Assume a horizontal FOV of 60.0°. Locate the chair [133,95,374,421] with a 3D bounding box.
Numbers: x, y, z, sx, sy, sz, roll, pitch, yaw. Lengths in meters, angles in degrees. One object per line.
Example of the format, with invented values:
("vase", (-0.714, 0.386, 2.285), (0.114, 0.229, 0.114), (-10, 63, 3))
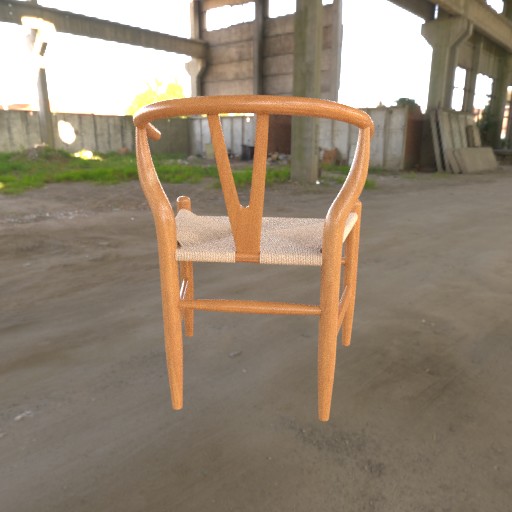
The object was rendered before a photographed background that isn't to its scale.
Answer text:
("chair", (0.000, 0.000, 1.128), (0.569, 0.730, 0.579), (2, 16, 7))
